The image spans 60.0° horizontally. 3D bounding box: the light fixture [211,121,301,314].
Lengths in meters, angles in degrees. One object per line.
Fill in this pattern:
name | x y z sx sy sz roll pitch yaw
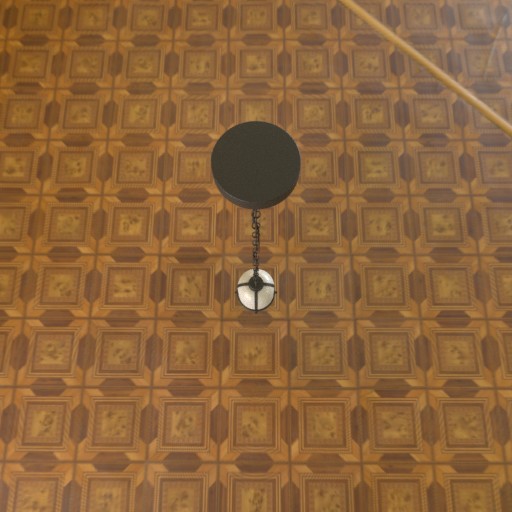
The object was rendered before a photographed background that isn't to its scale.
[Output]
light fixture | 0.000 0.000 1.283 0.178 1.181 0.178 0 75 0
